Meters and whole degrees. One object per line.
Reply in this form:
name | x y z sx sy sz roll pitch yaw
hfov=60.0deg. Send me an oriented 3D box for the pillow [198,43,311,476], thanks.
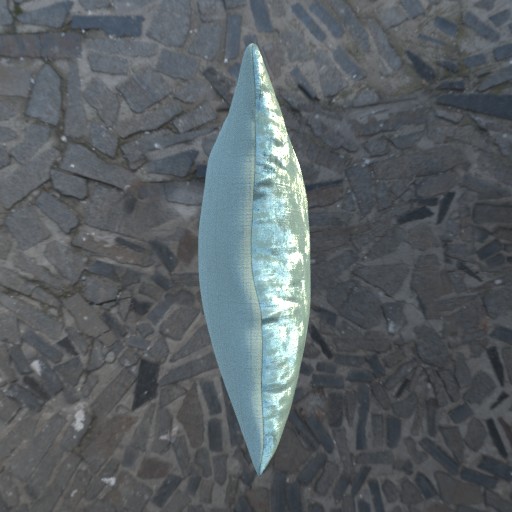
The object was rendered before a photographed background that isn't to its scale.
pillow | 0.000 0.000 0.703 0.175 0.464 0.470 0 91 1
